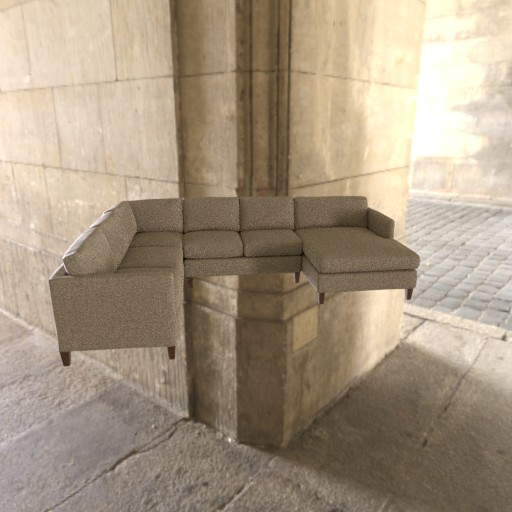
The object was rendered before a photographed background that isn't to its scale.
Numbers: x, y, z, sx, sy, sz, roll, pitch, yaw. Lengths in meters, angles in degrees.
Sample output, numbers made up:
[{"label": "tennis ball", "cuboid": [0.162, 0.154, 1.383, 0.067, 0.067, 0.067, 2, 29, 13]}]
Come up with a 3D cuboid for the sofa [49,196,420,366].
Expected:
[{"label": "sofa", "cuboid": [0.000, 0.000, 4.748, 3.460, 0.959, 2.593, -2, 17, -7]}]
